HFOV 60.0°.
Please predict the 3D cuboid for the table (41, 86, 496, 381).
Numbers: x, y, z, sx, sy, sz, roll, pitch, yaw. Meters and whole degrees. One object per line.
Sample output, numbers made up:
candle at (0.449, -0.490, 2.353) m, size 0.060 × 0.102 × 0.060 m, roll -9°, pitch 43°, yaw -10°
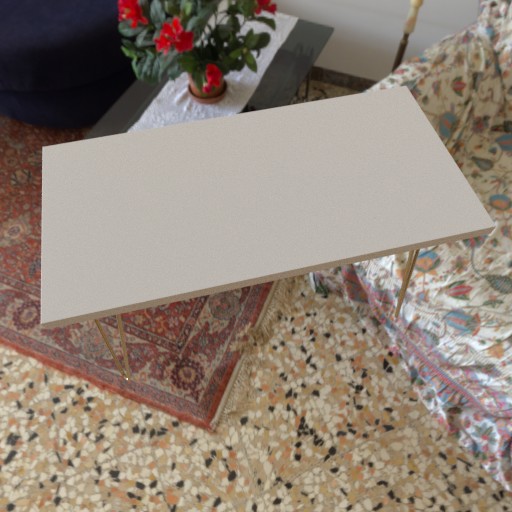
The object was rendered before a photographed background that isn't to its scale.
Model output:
table at (0.000, 0.000, 1.339) m, size 0.991 × 0.660 × 0.498 m, roll -12°, pitch 59°, yaw -7°
